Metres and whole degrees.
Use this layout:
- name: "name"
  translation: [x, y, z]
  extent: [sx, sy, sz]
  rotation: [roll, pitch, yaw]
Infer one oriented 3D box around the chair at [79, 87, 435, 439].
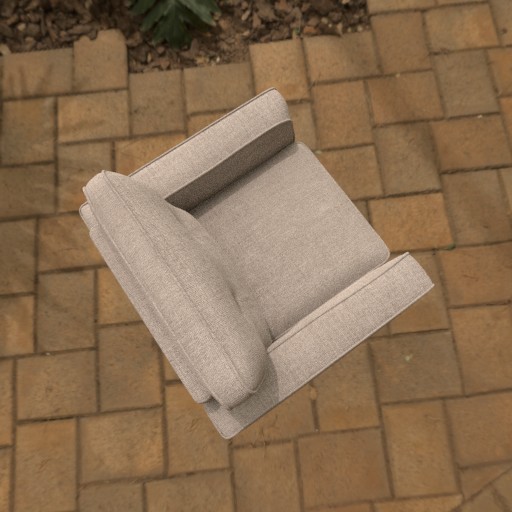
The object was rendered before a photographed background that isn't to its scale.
- name: "chair"
  translation: [0.000, 0.000, 1.773]
  extent: [0.939, 0.965, 1.015]
  rotation: [-34, 79, -8]
